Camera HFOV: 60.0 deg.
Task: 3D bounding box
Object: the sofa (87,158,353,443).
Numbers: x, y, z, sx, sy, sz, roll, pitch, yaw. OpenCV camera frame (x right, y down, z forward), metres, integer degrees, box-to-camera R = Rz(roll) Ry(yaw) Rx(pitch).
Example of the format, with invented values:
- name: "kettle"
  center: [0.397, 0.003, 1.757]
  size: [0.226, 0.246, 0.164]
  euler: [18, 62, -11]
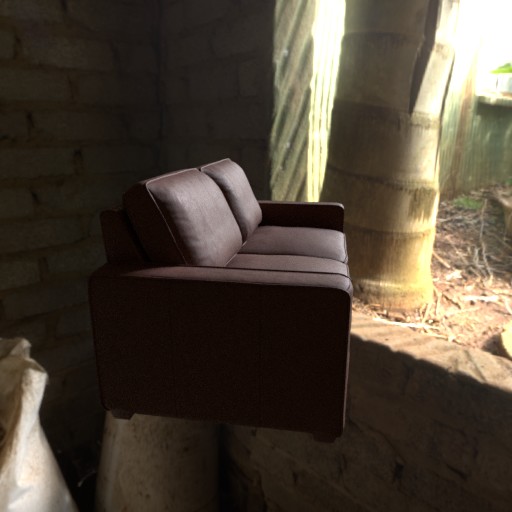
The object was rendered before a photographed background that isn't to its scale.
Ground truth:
- name: "sofa"
  center: [0.000, 0.000, 2.311]
  size: [0.947, 0.918, 1.709]
  euler: [3, 16, 9]
